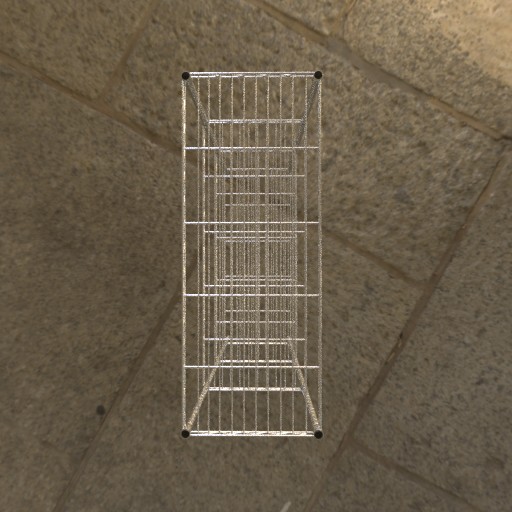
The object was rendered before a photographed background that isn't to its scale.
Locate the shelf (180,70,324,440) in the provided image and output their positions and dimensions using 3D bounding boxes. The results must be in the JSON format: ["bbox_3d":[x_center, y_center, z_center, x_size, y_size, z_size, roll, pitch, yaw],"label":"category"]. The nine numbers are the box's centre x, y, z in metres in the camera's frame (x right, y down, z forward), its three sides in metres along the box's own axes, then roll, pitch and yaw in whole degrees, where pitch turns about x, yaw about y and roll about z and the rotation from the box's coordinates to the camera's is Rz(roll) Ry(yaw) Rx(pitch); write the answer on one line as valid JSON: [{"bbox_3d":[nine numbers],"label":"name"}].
[{"bbox_3d":[0.000,0.000,1.767,0.352,1.360,0.907,0,90,1],"label":"shelf"}]
